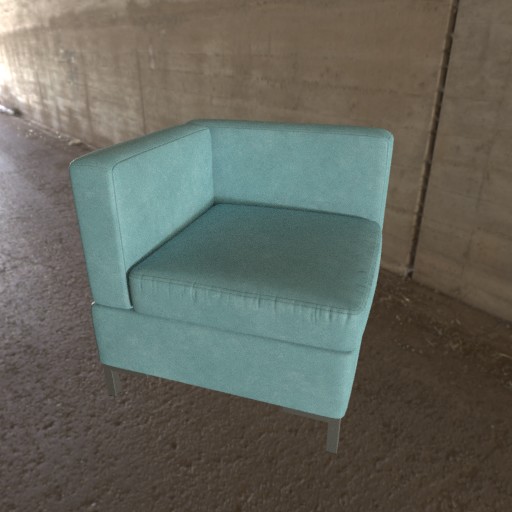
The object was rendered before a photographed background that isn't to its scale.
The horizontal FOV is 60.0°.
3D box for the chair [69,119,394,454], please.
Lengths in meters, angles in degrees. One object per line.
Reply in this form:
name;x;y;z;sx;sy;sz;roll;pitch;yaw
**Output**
chair;0.000;0.000;1.263;0.680;0.660;0.680;8;26;16
